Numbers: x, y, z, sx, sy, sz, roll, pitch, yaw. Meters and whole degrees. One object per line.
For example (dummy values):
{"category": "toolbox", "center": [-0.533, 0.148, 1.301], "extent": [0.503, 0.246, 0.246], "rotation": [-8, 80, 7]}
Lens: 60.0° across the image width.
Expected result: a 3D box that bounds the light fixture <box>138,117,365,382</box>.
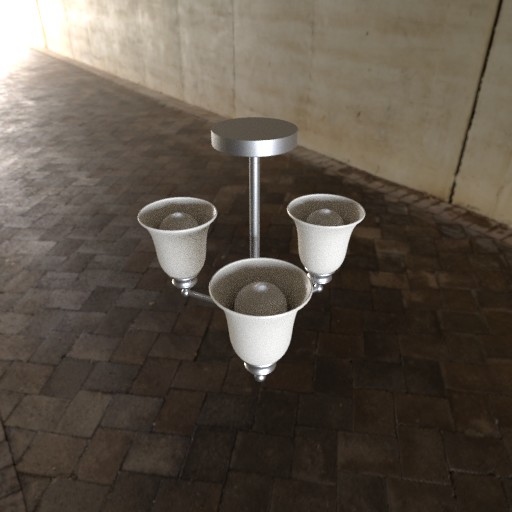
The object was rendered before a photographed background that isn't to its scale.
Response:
{"category": "light fixture", "center": [0.000, 0.000, 0.679], "extent": [0.388, 0.370, 0.354], "rotation": [-2, 31, -3]}
